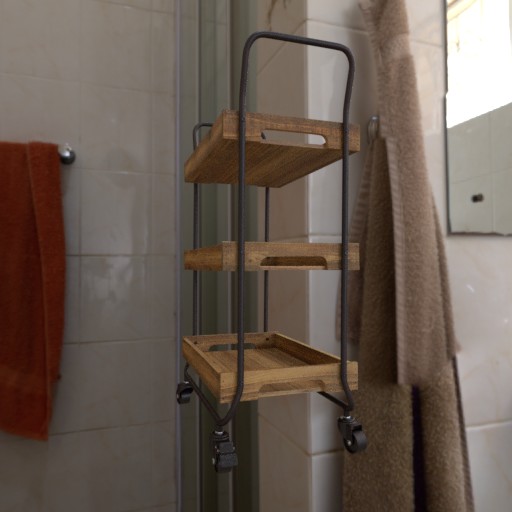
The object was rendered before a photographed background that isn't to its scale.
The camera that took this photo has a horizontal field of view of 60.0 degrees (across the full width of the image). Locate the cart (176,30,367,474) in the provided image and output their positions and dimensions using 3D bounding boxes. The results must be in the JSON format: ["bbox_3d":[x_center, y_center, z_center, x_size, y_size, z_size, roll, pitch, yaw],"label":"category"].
[{"bbox_3d":[0.000,0.000,1.141,0.339,0.857,0.583,0,-1,-18],"label":"cart"}]
